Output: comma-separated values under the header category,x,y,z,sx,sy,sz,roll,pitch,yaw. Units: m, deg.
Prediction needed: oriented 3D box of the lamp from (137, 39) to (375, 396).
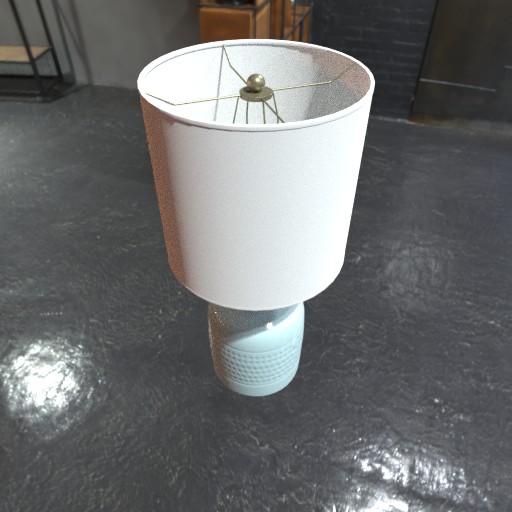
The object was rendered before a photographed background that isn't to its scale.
category,x,y,z,sx,sy,sz,roll,pitch,yaw
lamp,0.000,0.000,1.083,0.418,0.871,0.418,13,43,14
